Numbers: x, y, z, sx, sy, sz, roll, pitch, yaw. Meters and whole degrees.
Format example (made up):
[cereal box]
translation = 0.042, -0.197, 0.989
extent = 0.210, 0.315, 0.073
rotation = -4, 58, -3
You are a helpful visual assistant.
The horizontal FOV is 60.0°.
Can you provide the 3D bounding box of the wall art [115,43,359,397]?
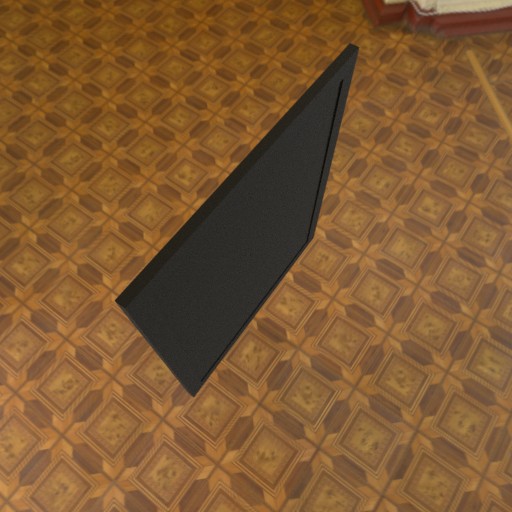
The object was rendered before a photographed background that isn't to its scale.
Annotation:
[wall art]
translation = 0.000, 0.000, 0.512
extent = 0.010, 0.361, 0.311
rotation = 33, 68, 15
